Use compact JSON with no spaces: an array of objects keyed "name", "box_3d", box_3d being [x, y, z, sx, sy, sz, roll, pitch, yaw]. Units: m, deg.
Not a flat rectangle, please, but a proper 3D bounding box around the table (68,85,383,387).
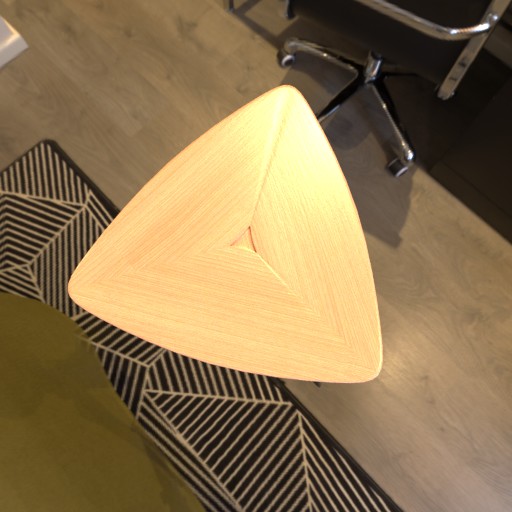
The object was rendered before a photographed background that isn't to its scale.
[{"name":"table","box_3d":[0.000,0.000,0.899,0.442,0.564,0.455,15,75,4]}]
